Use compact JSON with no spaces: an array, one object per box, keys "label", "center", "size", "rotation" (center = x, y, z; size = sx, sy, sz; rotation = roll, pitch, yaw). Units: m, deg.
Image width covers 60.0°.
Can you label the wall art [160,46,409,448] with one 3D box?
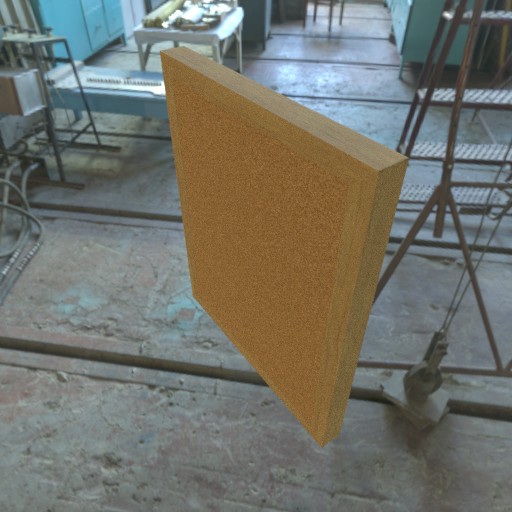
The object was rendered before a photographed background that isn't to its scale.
[{"label":"wall art","center":[0.000,0.000,0.512],"size":[0.030,0.380,0.312],"rotation":[-25,47,-26]}]
